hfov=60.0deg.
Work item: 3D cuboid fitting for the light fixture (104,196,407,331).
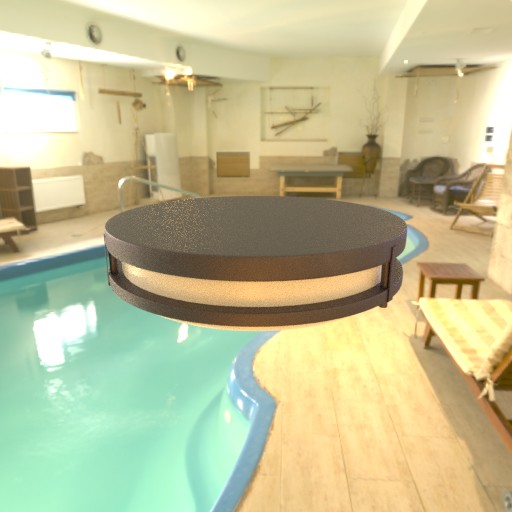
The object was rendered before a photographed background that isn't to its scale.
[{"bbox_3d":[0.000,0.000,0.560,0.356,0.102,0.356,0,16,0],"label":"light fixture"}]
